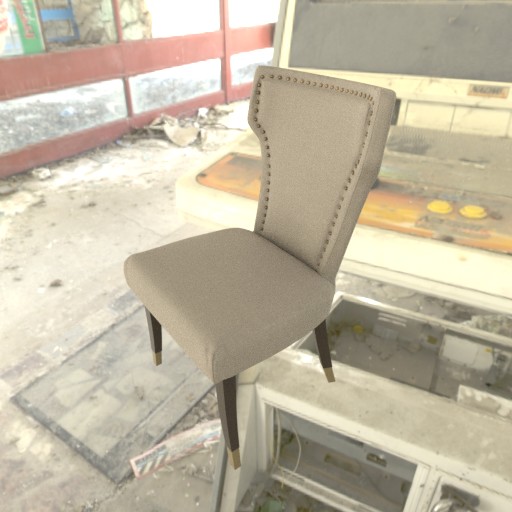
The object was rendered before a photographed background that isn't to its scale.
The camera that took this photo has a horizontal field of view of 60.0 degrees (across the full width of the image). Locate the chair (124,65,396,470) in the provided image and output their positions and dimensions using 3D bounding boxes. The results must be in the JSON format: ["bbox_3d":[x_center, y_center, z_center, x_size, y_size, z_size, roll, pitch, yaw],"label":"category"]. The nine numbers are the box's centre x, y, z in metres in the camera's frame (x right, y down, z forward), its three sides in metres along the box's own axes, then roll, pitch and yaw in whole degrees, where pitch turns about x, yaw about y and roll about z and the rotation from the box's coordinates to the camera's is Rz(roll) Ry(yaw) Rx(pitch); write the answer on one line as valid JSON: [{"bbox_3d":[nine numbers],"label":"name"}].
[{"bbox_3d":[0.000,0.000,1.294,0.630,0.950,0.526,-21,37,-31],"label":"chair"}]
